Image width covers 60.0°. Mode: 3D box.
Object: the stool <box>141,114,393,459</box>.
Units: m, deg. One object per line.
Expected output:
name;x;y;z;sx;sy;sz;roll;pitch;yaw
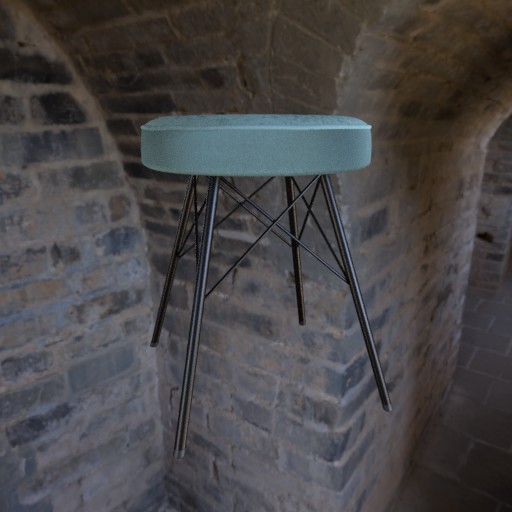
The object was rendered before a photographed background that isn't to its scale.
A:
stool;0.000;0.000;0.866;0.457;0.519;0.458;-3;16;-9
